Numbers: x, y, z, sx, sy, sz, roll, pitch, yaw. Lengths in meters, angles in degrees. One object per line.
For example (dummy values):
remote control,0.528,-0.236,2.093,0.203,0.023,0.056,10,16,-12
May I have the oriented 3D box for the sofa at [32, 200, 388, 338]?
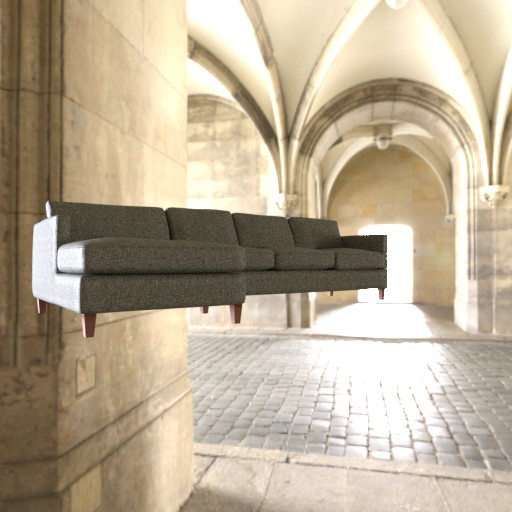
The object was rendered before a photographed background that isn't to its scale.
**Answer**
sofa,0.000,0.000,4.041,3.485,0.960,1.635,1,-1,-35
